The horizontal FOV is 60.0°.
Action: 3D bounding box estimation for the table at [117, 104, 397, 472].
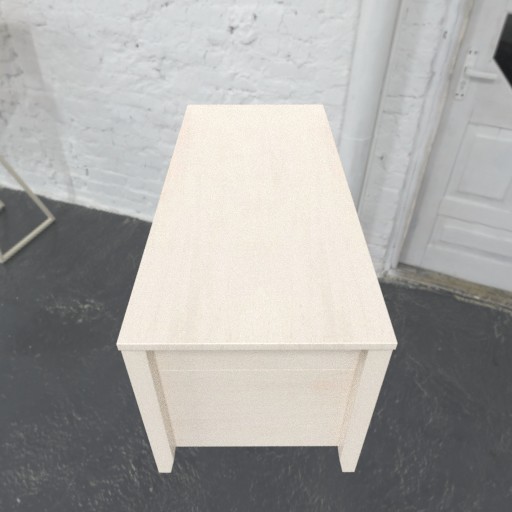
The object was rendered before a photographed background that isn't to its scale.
[{"bbox_3d":[0.000,0.000,1.263,0.457,0.483,1.016,0,40,0],"label":"table"}]
